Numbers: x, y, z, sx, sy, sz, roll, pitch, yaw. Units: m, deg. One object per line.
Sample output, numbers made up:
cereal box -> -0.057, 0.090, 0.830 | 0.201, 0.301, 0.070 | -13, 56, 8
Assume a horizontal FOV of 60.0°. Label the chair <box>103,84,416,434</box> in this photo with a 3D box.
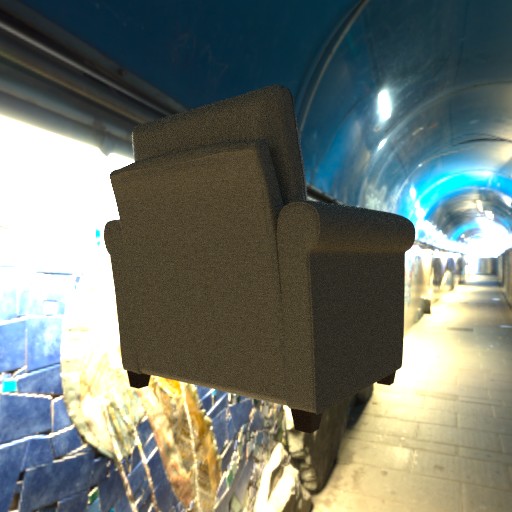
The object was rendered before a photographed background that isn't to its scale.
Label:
chair -> 0.000, 0.000, 2.279 | 1.275, 1.349, 1.180 | -1, -1, 37
